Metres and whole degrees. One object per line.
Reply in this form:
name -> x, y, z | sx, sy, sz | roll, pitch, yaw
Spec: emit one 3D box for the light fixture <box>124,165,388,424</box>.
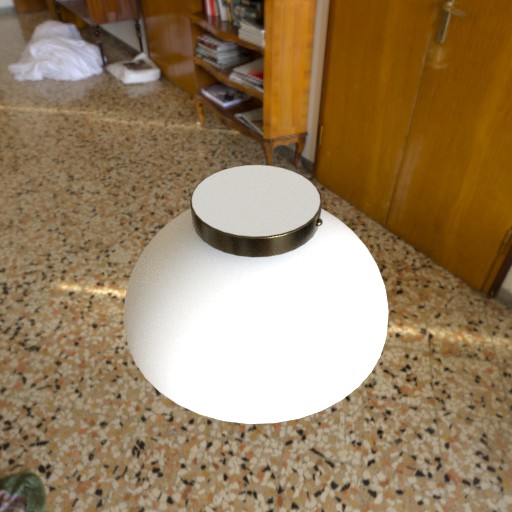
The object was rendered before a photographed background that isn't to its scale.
light fixture -> 0.000, 0.000, 0.559 | 0.355, 0.177, 0.355 | 0, 41, 0
